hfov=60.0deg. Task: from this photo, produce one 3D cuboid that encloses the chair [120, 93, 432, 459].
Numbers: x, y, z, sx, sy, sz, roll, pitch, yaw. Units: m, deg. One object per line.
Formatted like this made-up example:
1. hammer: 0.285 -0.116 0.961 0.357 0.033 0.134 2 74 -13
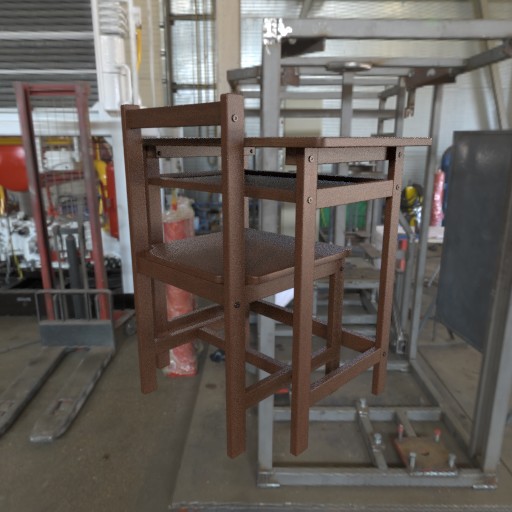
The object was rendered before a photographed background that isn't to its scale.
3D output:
1. chair: 0.000 0.000 1.048 0.463 0.673 0.599 -14 20 -43
